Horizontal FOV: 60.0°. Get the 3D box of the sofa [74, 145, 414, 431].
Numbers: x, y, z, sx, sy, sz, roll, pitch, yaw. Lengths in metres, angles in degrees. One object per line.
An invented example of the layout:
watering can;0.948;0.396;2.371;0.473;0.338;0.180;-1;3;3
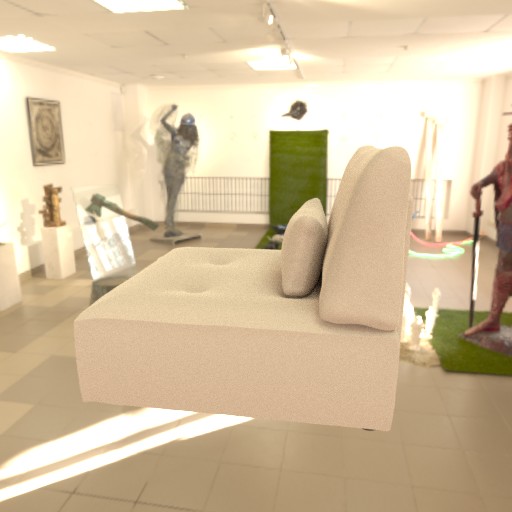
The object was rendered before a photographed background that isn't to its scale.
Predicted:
sofa;0.000;0.000;1.705;1.000;0.828;0.935;2;15;9
